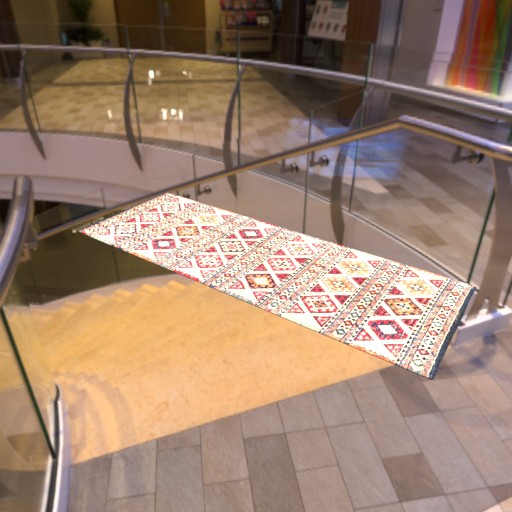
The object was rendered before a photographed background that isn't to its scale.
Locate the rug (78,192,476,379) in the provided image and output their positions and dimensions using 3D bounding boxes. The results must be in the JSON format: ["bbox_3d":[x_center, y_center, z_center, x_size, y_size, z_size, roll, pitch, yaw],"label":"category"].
[{"bbox_3d":[0.000,0.000,2.706,2.362,0.008,0.832,19,36,29],"label":"rug"}]
